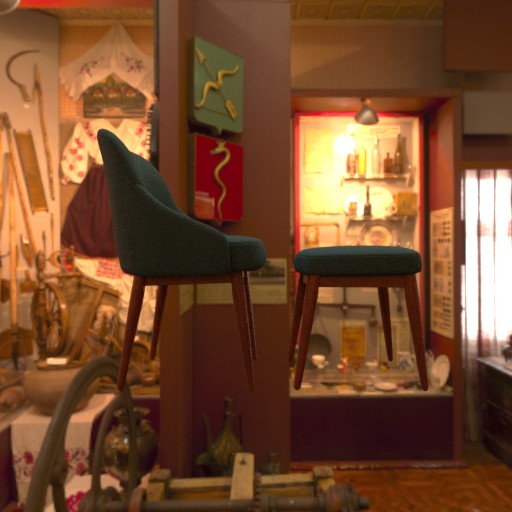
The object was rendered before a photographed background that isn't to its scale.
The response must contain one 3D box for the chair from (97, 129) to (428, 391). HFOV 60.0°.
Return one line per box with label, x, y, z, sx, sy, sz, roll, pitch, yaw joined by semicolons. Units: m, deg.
chair;0.000;0.000;1.630;1.114;0.866;0.584;0;0;1
